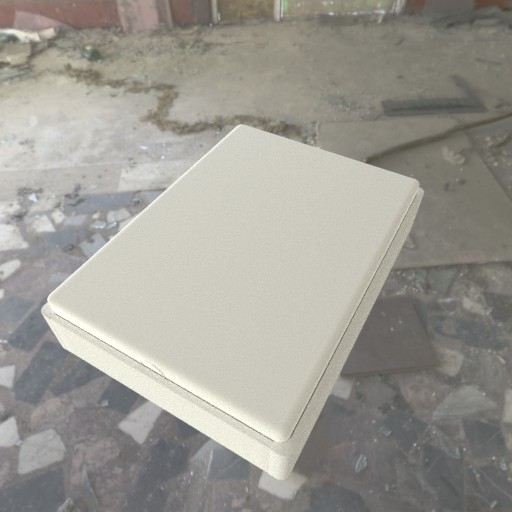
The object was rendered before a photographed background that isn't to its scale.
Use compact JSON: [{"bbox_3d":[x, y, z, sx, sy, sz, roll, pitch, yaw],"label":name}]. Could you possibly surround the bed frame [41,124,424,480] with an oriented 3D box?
[{"bbox_3d":[0.000,0.000,2.590,1.400,0.406,1.900,23,52,20],"label":"bed frame"}]
